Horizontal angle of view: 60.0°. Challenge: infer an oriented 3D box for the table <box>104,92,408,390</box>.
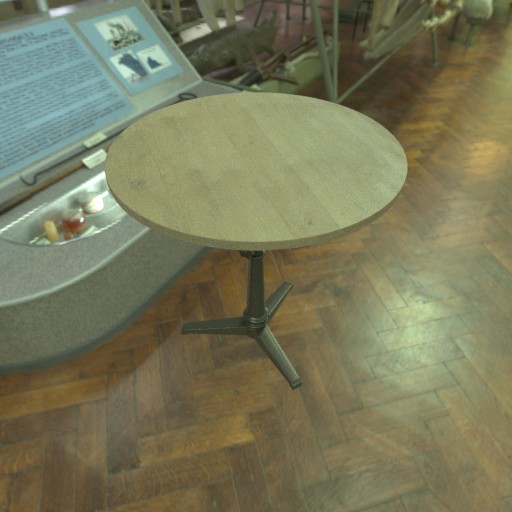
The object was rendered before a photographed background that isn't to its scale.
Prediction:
[{"bbox_3d":[0.000,0.000,1.463,0.800,0.780,0.800,0,41,0],"label":"table"}]
